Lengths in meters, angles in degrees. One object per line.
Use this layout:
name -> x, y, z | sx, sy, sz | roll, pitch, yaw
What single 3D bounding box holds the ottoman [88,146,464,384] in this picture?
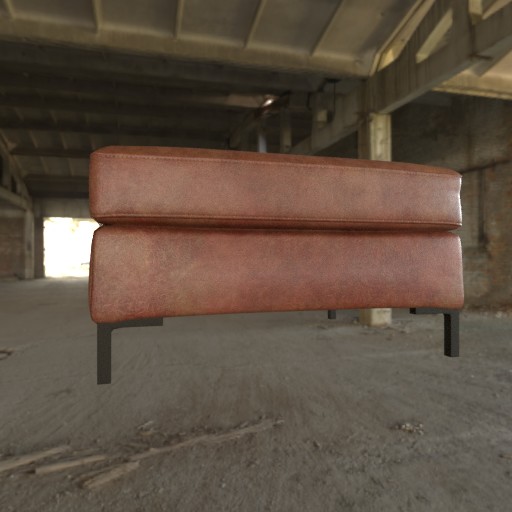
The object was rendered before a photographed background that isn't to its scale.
ottoman -> 0.000, 0.000, 1.758 | 1.186, 0.667, 0.965 | 0, 0, -16
